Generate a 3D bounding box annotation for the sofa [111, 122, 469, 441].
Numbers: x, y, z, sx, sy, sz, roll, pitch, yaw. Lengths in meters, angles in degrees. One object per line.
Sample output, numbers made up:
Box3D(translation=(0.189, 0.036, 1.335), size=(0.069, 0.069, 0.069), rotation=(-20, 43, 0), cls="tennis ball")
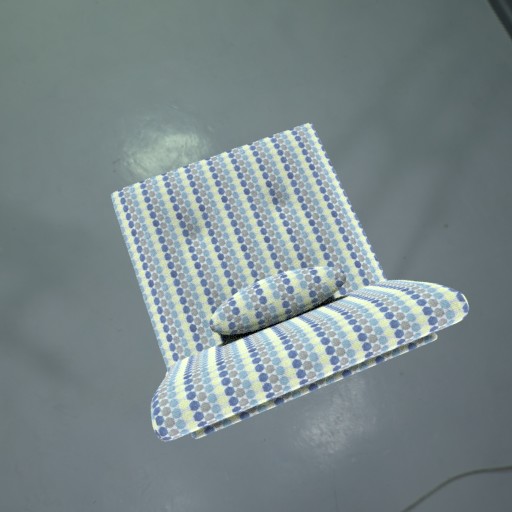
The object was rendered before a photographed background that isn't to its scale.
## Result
Box3D(translation=(0.000, 0.000, 1.651), size=(0.930, 0.830, 1.000), rotation=(-21, 76, -6), cls="sofa")
